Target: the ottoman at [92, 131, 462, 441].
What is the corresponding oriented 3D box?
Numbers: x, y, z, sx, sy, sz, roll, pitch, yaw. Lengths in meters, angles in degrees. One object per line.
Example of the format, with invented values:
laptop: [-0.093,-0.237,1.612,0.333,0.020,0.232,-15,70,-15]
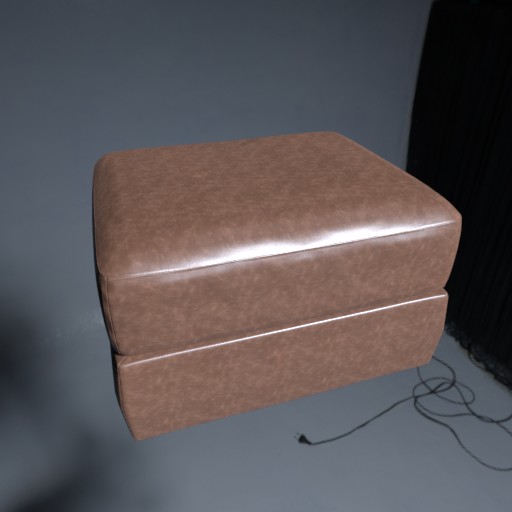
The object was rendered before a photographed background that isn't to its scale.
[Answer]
ottoman: [0.000,0.000,1.117,0.751,0.476,0.603,-10,33,-15]
